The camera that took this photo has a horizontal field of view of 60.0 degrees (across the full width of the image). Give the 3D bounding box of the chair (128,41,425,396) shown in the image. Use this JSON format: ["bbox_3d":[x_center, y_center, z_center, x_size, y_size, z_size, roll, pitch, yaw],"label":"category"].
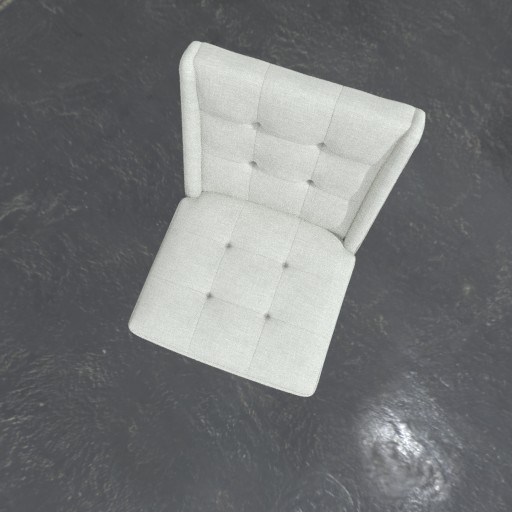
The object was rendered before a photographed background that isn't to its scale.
[{"bbox_3d":[0.000,0.000,1.305,0.569,0.853,0.676,19,77,5],"label":"chair"}]
